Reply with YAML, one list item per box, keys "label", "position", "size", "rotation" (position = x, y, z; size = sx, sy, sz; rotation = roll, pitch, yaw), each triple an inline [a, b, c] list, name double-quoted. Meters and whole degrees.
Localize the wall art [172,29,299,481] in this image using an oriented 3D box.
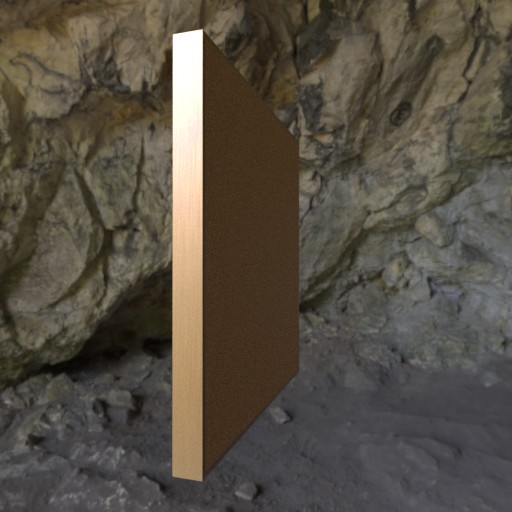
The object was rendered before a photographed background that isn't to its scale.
- label: "wall art"
  position: [0.000, 0.000, 0.750]
  size: [0.038, 0.511, 0.513]
  rotation: [0, 0, 18]
